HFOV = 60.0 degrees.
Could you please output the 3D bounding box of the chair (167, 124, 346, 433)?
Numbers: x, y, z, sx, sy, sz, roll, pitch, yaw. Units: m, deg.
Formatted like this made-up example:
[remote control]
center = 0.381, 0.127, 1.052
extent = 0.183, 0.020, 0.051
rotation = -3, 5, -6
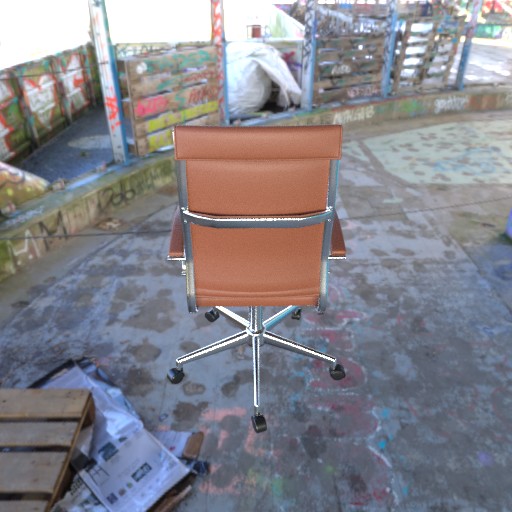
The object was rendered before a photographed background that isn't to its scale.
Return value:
[chair]
center = 0.000, 0.000, 1.698
extent = 0.766, 1.149, 0.739
rotation = -1, 31, -1
